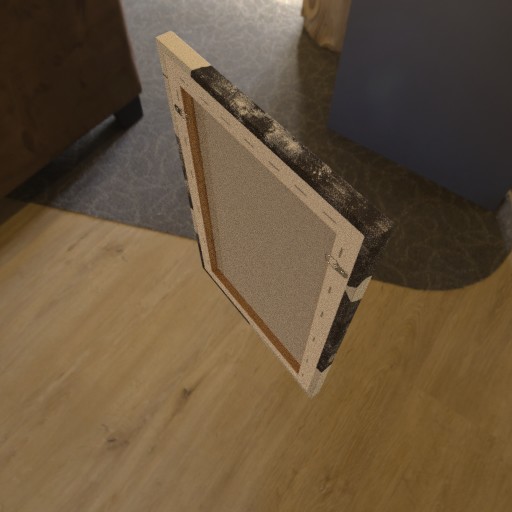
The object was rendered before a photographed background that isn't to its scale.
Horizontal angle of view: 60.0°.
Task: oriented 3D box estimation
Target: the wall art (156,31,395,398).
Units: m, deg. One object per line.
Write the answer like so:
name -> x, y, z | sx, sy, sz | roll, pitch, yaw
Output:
wall art -> 0.000, 0.000, 1.152 | 0.041, 0.915, 0.610 | -33, 64, -19
